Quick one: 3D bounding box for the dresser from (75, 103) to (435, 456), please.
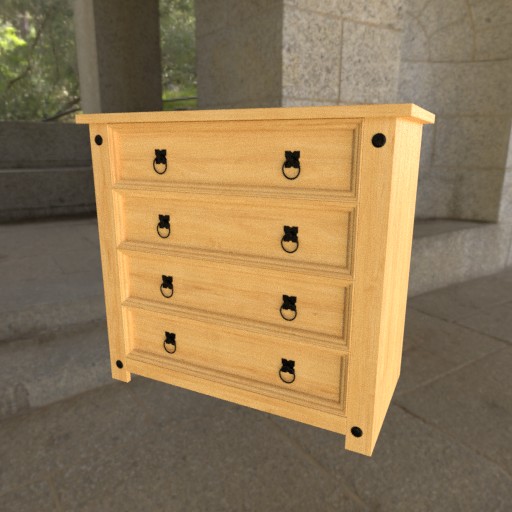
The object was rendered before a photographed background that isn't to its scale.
[{"bbox_3d":[0.000,0.000,1.199,0.800,0.730,0.410,7,16,25],"label":"dresser"}]
